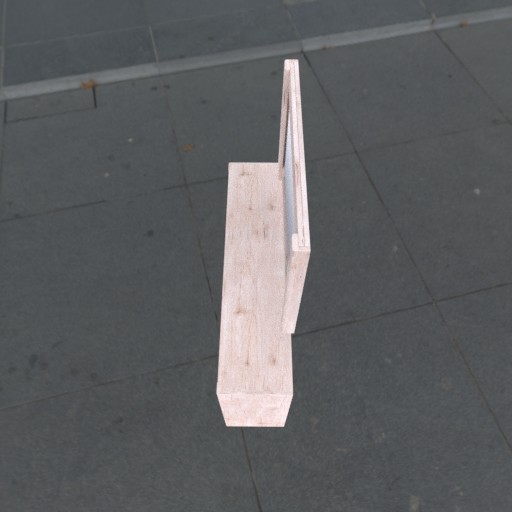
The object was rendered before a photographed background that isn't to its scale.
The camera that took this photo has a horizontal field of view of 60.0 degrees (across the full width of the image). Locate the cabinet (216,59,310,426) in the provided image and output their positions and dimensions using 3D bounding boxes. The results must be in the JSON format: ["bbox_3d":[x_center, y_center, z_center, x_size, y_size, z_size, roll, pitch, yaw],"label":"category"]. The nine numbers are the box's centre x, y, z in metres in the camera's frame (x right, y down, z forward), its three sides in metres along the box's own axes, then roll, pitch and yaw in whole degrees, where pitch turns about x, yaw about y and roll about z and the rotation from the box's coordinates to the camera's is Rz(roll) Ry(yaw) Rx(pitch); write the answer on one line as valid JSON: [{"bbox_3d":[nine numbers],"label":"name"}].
[{"bbox_3d":[0.000,0.000,2.811,0.420,1.981,1.700,0,59,0],"label":"cabinet"}]
